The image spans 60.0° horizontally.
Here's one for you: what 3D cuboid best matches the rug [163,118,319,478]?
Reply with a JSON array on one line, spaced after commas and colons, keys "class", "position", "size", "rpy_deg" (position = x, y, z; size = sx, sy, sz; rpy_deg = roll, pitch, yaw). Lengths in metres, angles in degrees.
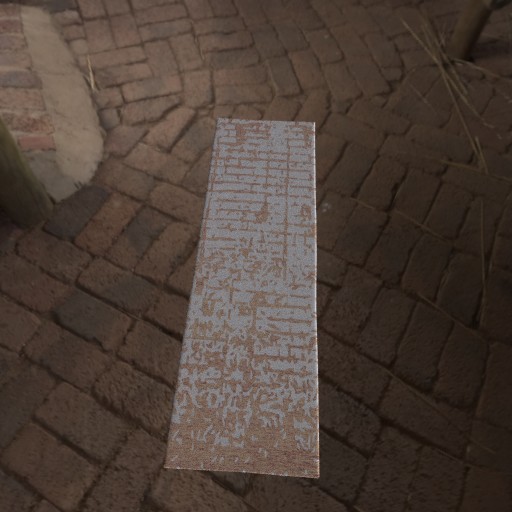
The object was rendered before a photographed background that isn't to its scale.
[{"class": "rug", "position": [0.000, 0.000, 2.754], "size": [0.750, 0.011, 2.435], "rpy_deg": [3, 59, 2]}]
